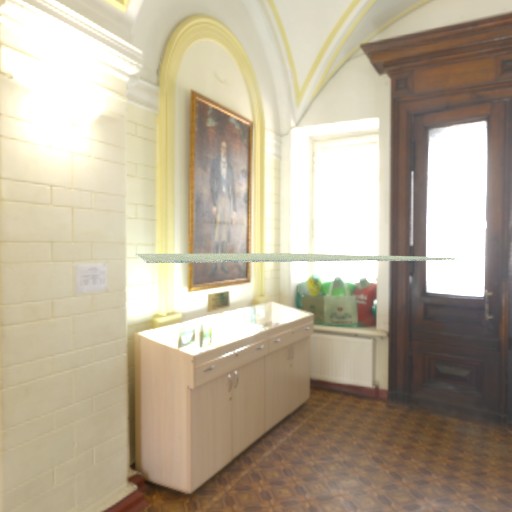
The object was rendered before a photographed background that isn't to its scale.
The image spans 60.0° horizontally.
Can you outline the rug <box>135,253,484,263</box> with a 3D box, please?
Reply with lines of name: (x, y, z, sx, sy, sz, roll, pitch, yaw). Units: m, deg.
rug: (0.000, 0.000, 2.225, 1.142, 0.006, 1.752, 0, 1, -16)
